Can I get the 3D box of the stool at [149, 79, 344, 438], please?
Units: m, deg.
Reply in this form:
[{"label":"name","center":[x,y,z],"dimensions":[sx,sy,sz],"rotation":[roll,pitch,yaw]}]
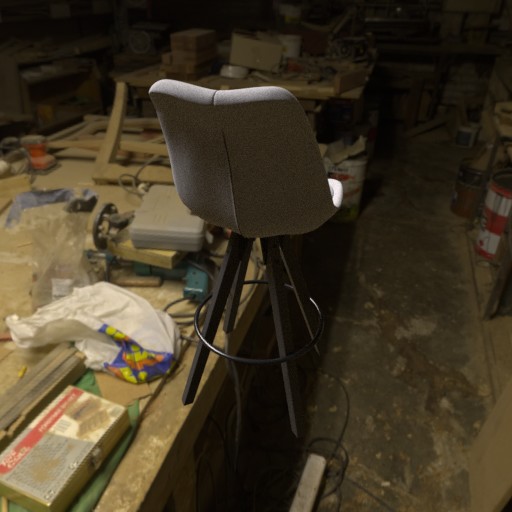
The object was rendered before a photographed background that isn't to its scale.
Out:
[{"label":"stool","center":[0.000,0.000,1.394],"dimensions":[0.485,1.115,0.550],"rotation":[10,33,15]}]
